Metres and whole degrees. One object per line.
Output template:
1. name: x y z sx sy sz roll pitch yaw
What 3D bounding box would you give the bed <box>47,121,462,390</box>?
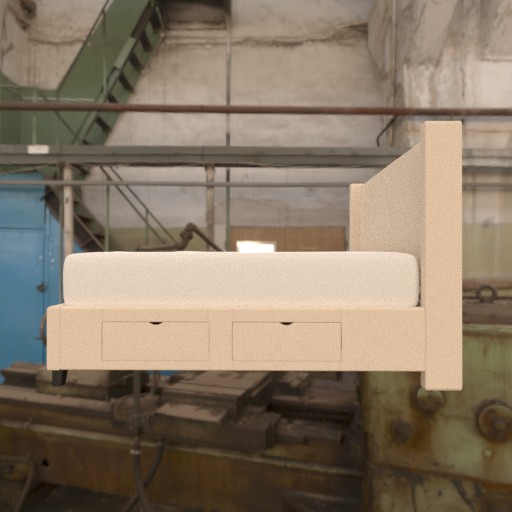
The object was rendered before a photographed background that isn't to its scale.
1. bed: 0.000 0.000 3.489 2.293 1.471 2.145 0 0 1
